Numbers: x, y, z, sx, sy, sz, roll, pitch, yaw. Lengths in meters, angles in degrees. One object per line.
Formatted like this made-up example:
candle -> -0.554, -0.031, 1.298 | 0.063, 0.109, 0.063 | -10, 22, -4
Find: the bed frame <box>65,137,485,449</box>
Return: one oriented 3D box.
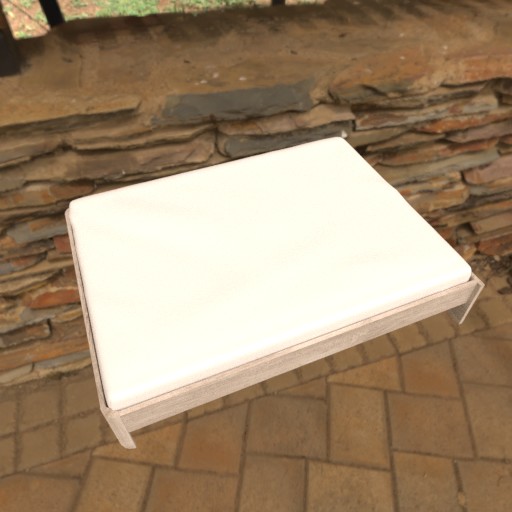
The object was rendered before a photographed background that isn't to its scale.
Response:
bed frame -> 0.000, 0.000, 2.599 | 1.950, 0.462, 1.490 | -17, 49, -15
